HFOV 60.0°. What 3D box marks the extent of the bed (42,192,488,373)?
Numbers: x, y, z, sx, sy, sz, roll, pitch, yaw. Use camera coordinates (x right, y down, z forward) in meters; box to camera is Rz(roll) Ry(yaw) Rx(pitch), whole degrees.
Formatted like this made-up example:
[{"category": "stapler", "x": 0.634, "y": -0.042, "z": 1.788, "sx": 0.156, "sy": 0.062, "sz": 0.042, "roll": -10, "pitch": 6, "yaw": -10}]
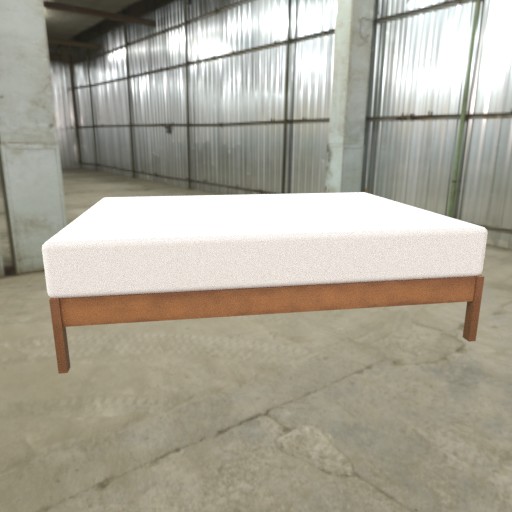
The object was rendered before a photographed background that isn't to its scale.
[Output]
[{"category": "bed", "x": 0.000, "y": 0.000, "z": 2.775, "sx": 2.050, "sy": 0.593, "sz": 1.529, "roll": -2, "pitch": 15, "yaw": -9}]
